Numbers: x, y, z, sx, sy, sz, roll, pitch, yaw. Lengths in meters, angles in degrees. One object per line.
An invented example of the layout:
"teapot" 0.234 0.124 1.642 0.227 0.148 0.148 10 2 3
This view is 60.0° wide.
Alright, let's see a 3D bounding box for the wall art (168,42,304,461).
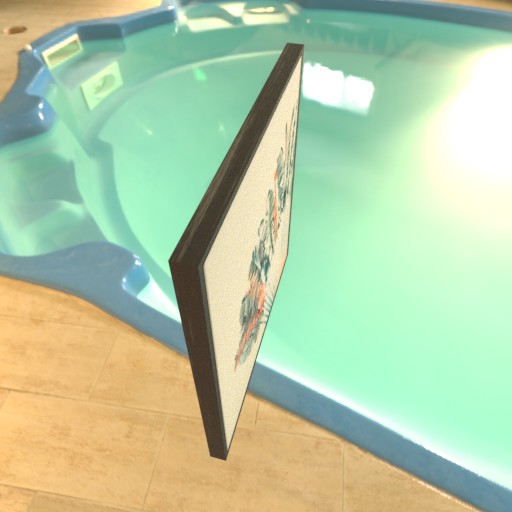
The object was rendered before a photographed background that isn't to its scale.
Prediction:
"wall art" 0.000 0.000 1.128 0.043 0.758 0.762 11 48 10
